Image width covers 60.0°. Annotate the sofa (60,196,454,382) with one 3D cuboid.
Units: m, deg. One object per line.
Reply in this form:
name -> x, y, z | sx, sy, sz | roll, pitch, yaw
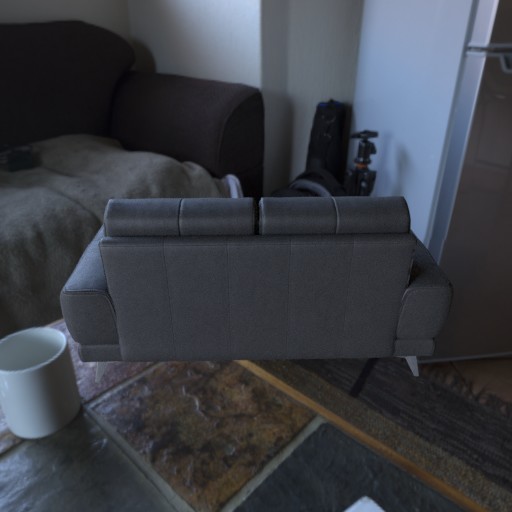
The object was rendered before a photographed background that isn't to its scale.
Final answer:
sofa -> 0.000, 0.000, 2.432 | 1.806, 0.907, 1.018 | -1, 29, -1
